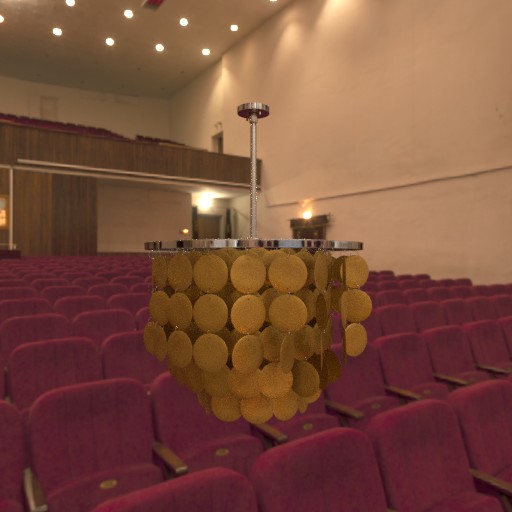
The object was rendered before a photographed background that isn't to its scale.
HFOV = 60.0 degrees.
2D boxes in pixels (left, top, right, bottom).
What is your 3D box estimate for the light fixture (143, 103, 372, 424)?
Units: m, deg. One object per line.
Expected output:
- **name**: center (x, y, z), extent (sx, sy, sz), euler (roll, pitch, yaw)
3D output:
- **light fixture**: center (0.000, 0.000, 0.733), extent (0.368, 0.492, 0.368), euler (0, 0, 0)
